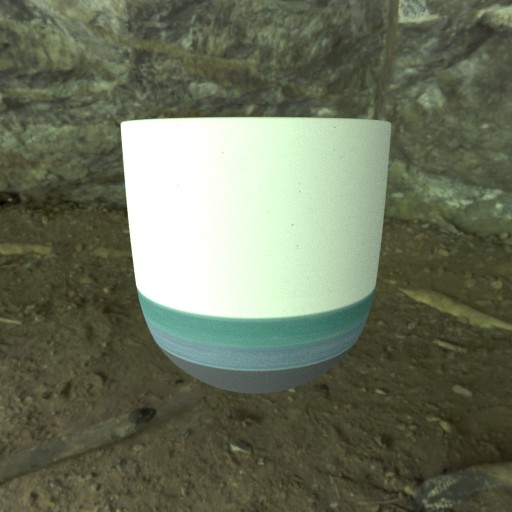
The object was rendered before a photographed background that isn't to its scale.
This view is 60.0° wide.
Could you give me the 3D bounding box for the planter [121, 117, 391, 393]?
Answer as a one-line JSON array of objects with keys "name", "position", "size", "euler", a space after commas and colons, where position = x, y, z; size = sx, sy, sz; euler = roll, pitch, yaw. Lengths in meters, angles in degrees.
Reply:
[{"name": "planter", "position": [0.000, 0.000, 0.374], "size": [0.204, 0.214, 0.204], "euler": [0, 15, 0]}]
